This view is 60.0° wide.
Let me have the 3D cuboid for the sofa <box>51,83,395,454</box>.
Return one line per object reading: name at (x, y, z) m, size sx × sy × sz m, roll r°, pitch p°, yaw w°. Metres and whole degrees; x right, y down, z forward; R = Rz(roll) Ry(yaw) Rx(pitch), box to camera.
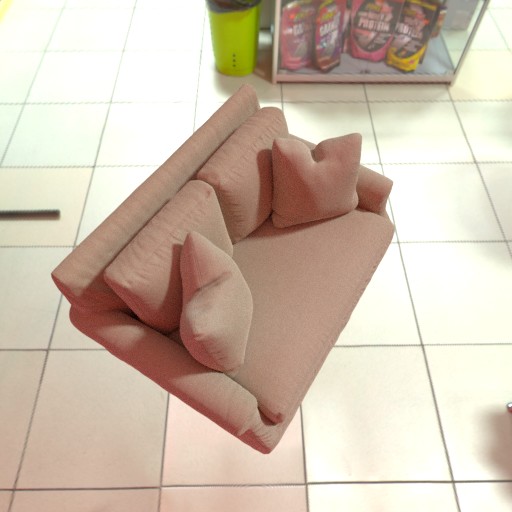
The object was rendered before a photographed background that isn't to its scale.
sofa at (0.000, 0.000, 2.228) m, size 1.070 × 0.905 × 1.550 m, roll 28°, pitch 62°, yaw 17°
